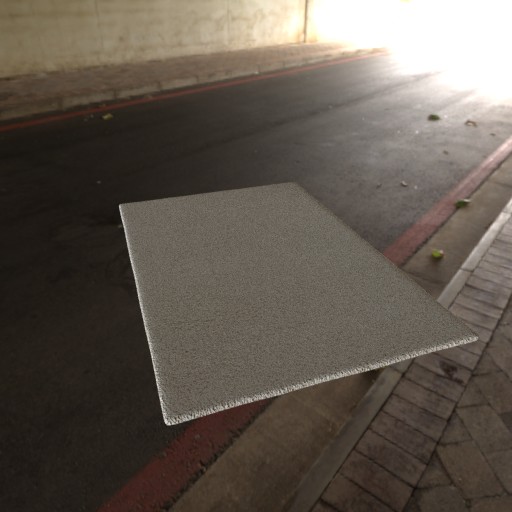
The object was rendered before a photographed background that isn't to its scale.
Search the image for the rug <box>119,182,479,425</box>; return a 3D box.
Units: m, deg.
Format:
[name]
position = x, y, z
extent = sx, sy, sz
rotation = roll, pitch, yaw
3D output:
[rug]
position = 0.000, 0.000, 2.268
extent = 1.219, 0.030, 1.778
rotation = -10, 32, -17
